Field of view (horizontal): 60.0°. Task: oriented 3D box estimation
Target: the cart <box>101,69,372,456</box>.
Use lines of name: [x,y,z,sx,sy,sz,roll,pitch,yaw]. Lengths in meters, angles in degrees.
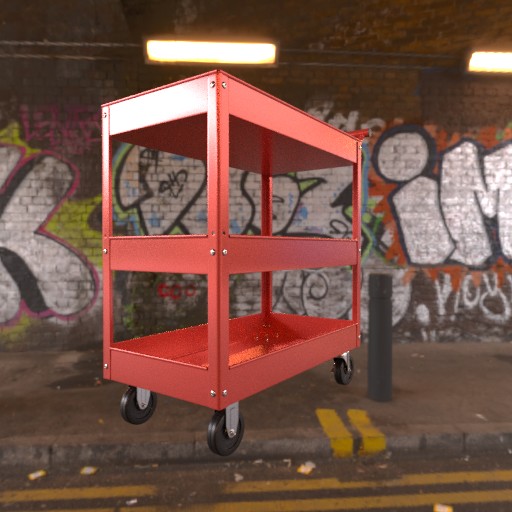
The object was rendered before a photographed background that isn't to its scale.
cart: [0.000,0.000,1.195,0.366,0.780,0.719,1,1,36]
